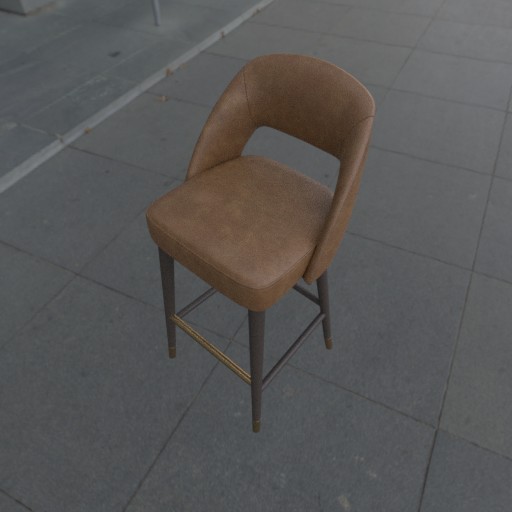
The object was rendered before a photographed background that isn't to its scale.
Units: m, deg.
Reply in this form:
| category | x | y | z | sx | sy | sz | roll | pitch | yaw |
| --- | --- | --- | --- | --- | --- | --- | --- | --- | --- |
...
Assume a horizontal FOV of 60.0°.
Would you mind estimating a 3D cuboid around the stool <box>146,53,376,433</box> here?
| category | x | y | z | sx | sy | sz | roll | pitch | yaw |
| --- | --- | --- | --- | --- | --- | --- | --- | --- | --- |
| stool | 0.000 | 0.000 | 1.354 | 0.494 | 1.037 | 0.509 | 33 | 55 | 27 |
